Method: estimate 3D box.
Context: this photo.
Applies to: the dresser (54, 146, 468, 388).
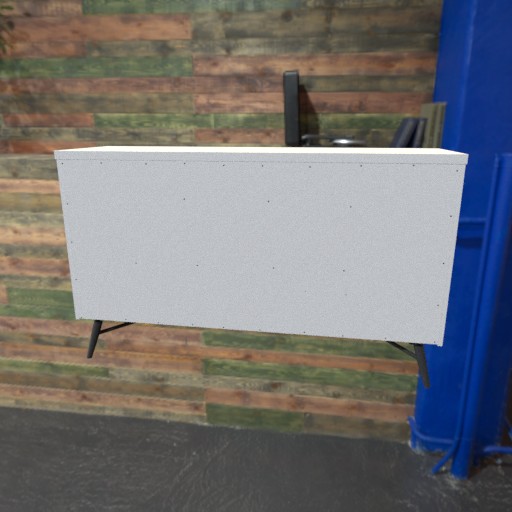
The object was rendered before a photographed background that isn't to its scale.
[{"bbox_3d":[0.000,0.000,1.953,1.524,0.914,0.457,3,16,9],"label":"dresser"}]
